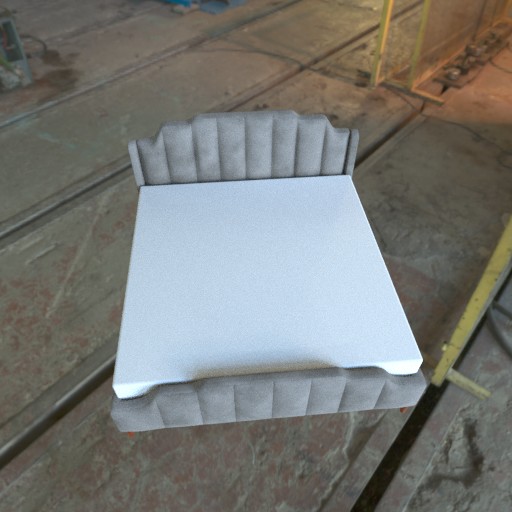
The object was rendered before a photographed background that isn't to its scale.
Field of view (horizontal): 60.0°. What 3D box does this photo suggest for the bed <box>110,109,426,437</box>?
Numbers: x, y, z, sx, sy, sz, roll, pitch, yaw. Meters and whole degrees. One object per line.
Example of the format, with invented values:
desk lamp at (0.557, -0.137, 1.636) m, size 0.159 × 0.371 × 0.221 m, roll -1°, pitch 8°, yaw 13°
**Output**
bed at (0.000, 0.000, 3.518) m, size 2.074 × 1.245 × 2.340 m, roll -4°, pitch 47°, yaw -4°
